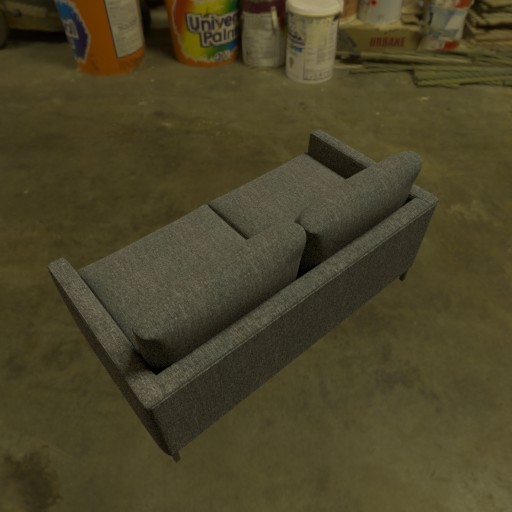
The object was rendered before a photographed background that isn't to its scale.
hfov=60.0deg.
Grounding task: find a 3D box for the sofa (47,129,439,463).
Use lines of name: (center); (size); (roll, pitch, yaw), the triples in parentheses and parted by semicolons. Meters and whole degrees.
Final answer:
sofa: (0.000, 0.000, 2.211); (1.716, 0.862, 0.866); (-32, 55, -26)
